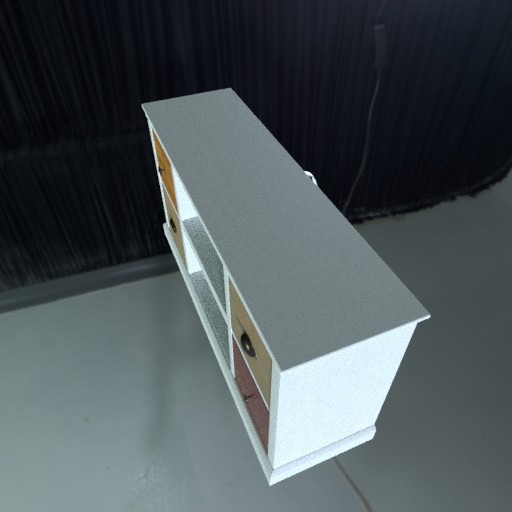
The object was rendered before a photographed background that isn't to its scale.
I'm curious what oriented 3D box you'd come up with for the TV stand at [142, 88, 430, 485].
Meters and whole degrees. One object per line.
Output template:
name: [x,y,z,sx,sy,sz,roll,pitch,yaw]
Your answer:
TV stand: [0.000,0.000,1.494,0.424,0.624,1.187,-17,47,-16]
